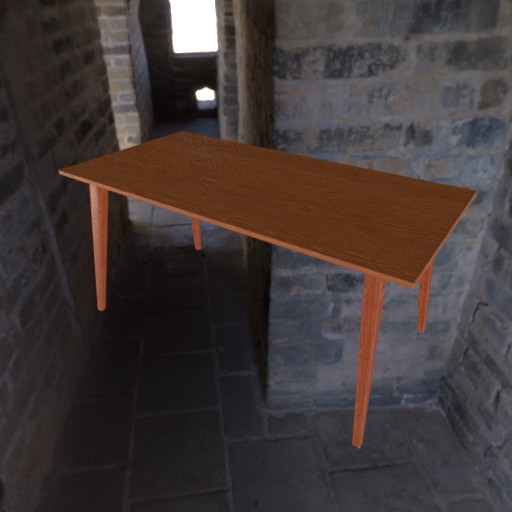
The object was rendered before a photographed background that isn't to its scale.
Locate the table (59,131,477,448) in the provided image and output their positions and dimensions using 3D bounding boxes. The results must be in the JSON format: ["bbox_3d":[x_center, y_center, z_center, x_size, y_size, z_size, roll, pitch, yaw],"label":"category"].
[{"bbox_3d":[0.000,0.000,2.084,1.609,0.755,0.811,19,36,29],"label":"table"}]
